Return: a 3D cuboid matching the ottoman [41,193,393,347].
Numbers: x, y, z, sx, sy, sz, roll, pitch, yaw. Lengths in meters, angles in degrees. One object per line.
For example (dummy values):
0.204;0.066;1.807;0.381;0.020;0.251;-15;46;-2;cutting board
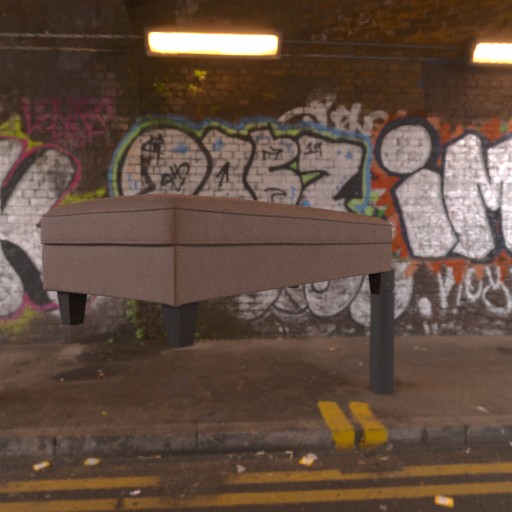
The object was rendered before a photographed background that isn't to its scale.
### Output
0.000;0.000;2.105;0.751;0.470;1.764;1;2;36;ottoman
